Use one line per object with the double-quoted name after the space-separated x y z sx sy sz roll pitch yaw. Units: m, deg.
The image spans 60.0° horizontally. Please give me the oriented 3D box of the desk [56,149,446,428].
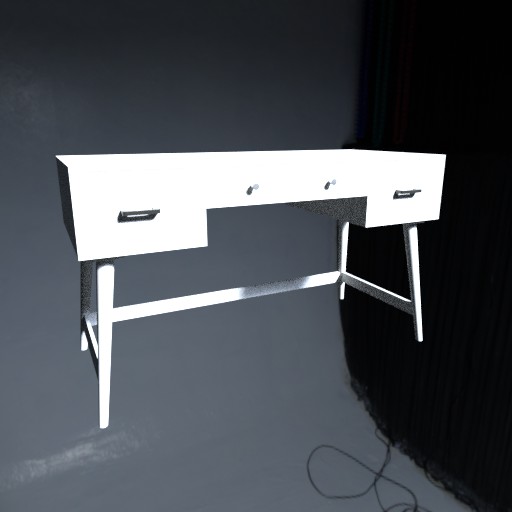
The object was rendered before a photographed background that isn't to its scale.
0.000 0.000 1.721 1.313 0.762 0.589 -8 17 -25 "desk"
